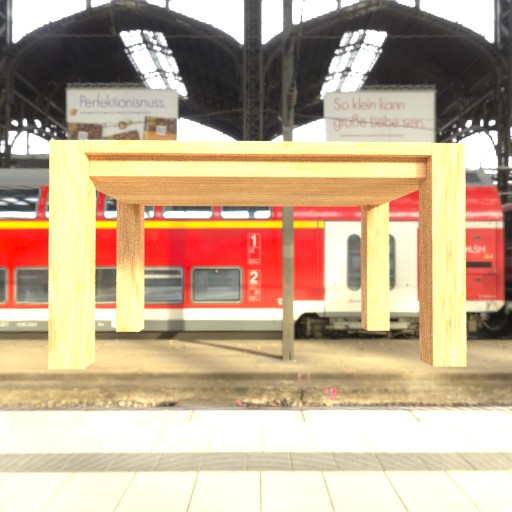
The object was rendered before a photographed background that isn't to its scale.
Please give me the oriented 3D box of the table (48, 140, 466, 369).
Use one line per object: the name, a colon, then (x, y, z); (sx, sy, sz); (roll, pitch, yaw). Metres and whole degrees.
table: (0.000, 0.000, 1.934); (1.400, 0.760, 0.900); (0, -1, -2)
